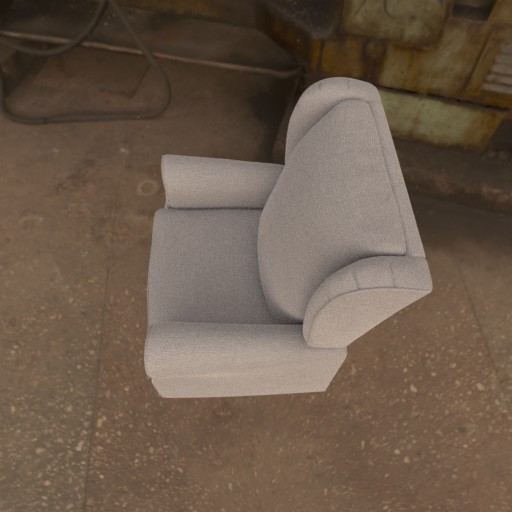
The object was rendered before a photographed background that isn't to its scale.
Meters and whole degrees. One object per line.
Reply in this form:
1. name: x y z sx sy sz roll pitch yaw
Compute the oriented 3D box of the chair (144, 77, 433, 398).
1. chair: 0.000 0.000 1.660 0.854 0.966 0.906 -2 59 -1
